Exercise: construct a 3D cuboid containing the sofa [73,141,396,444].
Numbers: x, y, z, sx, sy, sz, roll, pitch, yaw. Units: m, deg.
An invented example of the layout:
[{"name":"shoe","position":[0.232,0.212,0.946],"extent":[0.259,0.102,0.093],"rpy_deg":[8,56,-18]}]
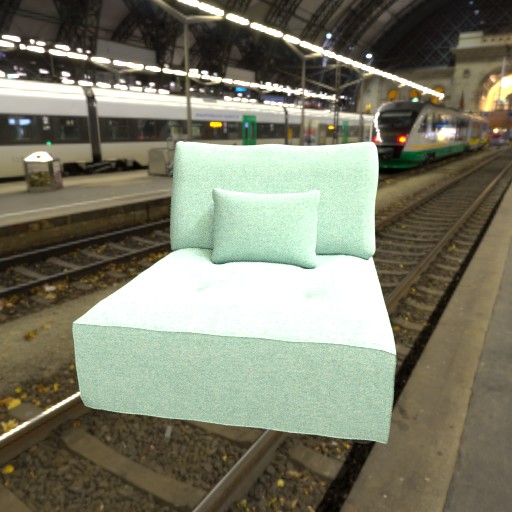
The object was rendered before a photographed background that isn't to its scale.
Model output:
[{"name":"sofa","position":[0.000,0.000,1.674],"extent":[0.930,0.820,1.000],"rpy_deg":[3,16,10]}]
